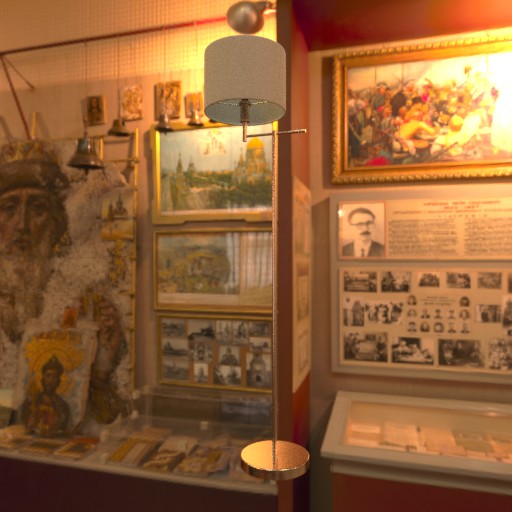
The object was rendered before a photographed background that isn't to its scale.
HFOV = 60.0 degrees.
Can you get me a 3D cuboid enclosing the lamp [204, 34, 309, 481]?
[{"bbox_3d":[0.000,0.000,1.740,0.416,1.600,0.324,0,-1,18],"label":"lamp"}]
